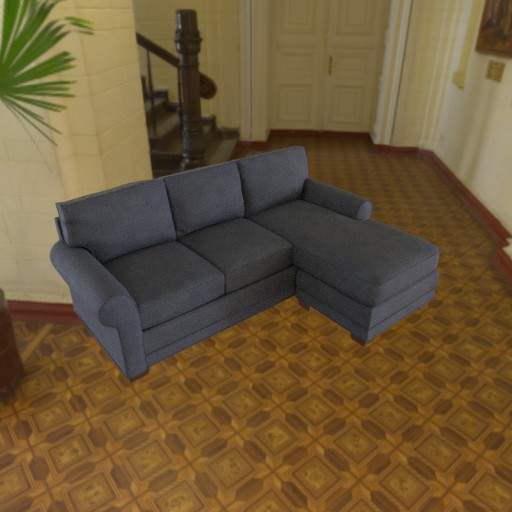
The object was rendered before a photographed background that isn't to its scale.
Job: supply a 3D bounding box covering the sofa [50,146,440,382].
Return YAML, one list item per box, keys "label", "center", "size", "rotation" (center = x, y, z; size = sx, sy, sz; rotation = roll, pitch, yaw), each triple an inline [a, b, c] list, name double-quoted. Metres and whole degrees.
- label: "sofa"
  center: [0.000, 0.000, 3.409]
  size: [2.567, 1.063, 1.780]
  rotation: [-22, 36, -34]
